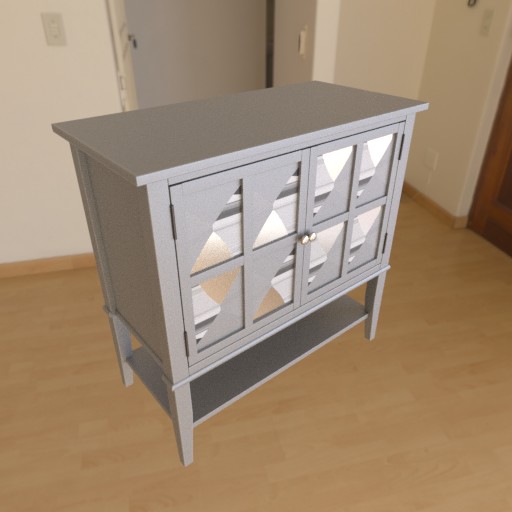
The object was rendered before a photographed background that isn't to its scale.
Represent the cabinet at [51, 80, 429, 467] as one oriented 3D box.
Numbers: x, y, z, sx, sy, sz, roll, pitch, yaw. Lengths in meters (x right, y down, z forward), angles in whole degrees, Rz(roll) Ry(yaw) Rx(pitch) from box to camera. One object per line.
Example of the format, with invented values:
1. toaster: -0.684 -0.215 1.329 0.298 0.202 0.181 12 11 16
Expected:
1. cabinet: 0.000 0.000 1.229 0.801 0.780 0.396 -23 38 -33
